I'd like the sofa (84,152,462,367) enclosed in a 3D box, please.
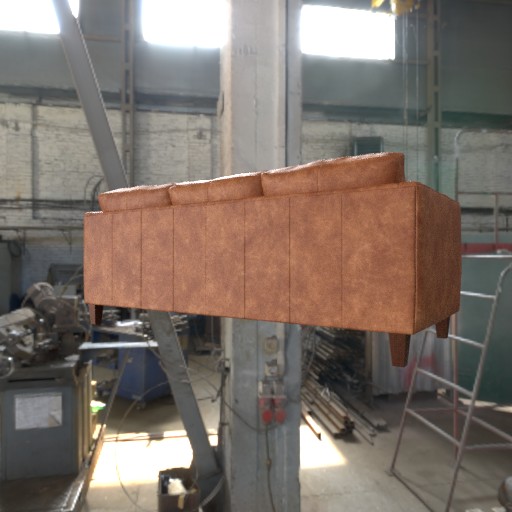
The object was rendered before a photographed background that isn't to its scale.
[{"bbox_3d":[0.000,0.000,3.040,2.464,1.006,1.045,0,0,35],"label":"sofa"}]
